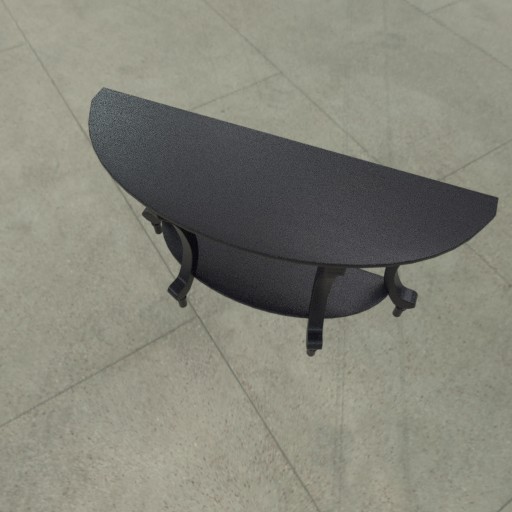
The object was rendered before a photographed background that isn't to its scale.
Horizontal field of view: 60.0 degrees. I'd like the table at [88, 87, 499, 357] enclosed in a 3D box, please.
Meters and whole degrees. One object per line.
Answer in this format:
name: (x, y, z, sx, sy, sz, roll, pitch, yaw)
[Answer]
table: (0.000, 0.000, 1.461, 1.198, 0.692, 0.394, 19, 59, 12)
